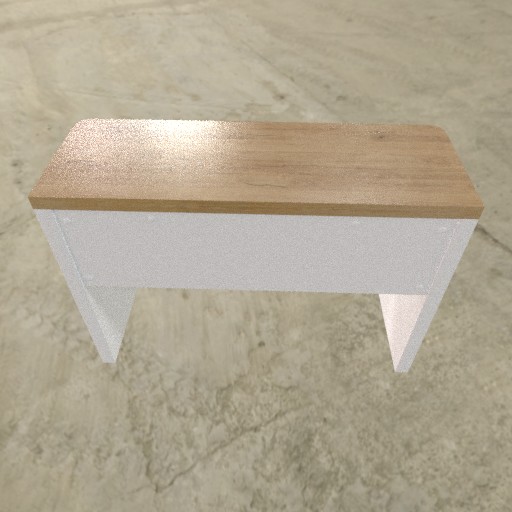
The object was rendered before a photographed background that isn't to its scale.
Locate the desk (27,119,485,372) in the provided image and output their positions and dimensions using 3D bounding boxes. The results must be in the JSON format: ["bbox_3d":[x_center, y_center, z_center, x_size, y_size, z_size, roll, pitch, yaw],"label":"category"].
[{"bbox_3d":[0.000,0.000,1.472,1.100,0.760,0.390,1,45,1],"label":"desk"}]
